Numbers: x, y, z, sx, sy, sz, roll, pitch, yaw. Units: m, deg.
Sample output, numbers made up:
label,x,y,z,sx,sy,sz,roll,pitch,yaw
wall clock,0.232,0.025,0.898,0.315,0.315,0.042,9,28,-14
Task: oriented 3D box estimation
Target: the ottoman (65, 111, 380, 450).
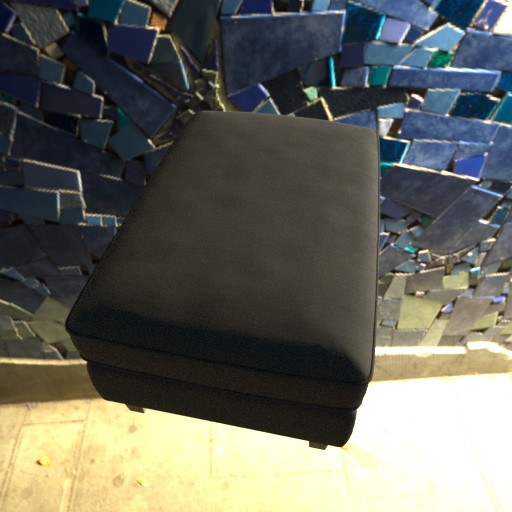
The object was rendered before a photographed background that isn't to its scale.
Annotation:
label,x,y,z,sx,sy,sz,roll,pitch,yaw
ottoman,0.000,0.000,1.287,0.636,0.480,0.941,8,46,8
